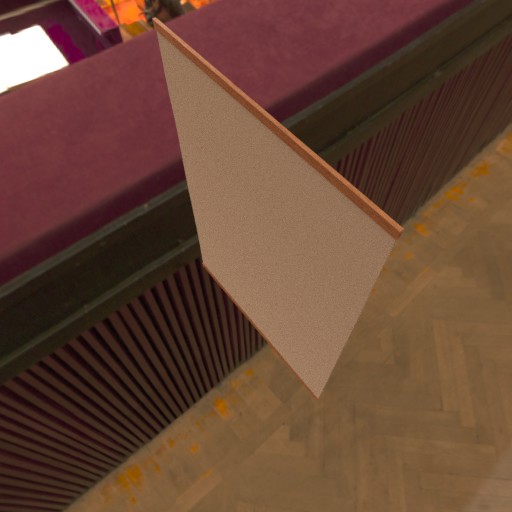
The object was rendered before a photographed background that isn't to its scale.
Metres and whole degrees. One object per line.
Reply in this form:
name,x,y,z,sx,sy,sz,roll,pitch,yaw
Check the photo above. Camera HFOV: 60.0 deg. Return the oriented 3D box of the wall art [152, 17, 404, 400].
wall art,0.000,0.000,1.815,0.019,1.527,1.019,-34,65,-19
